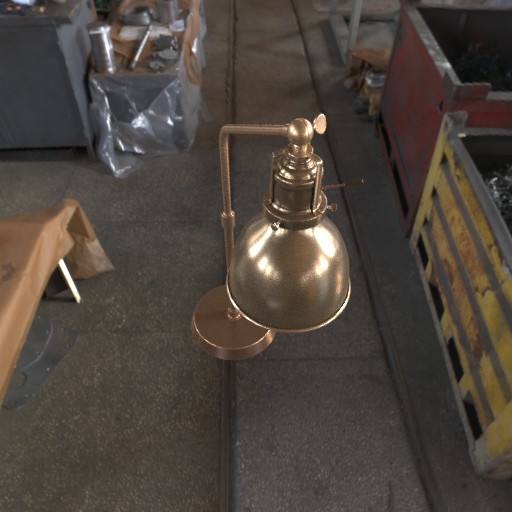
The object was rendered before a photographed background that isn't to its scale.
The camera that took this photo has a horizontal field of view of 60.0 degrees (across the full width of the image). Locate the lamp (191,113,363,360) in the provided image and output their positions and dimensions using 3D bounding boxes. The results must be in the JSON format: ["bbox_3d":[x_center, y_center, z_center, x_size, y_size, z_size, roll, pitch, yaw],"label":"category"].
[{"bbox_3d":[0.000,0.000,0.585,0.153,0.456,0.286,-27,52,-23],"label":"lamp"}]
